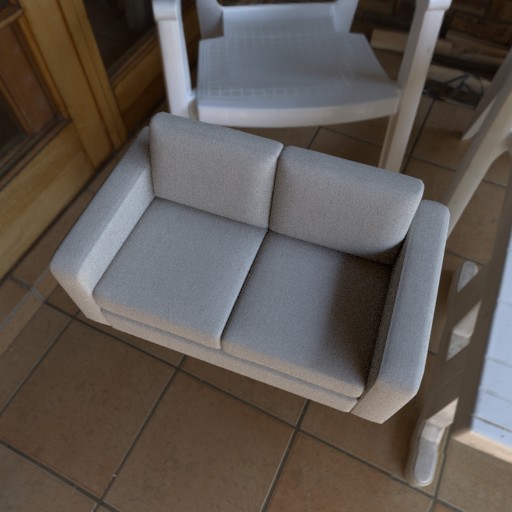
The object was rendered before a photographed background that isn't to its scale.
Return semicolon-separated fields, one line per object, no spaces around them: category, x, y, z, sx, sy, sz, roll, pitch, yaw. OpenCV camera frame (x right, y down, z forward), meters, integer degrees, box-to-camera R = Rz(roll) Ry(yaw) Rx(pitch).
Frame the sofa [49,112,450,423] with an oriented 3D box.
sofa;0.000;0.000;2.035;1.540;0.800;0.900;17;60;10
